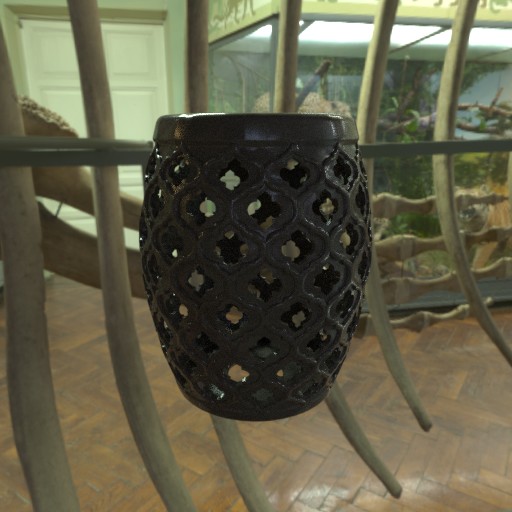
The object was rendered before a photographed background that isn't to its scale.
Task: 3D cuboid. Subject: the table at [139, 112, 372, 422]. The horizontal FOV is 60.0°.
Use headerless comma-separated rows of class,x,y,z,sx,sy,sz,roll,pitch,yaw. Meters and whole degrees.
table,0.000,0.000,0.644,0.325,0.388,0.325,0,16,0
